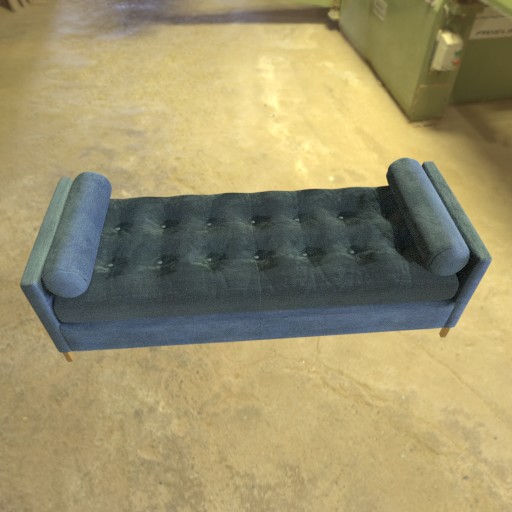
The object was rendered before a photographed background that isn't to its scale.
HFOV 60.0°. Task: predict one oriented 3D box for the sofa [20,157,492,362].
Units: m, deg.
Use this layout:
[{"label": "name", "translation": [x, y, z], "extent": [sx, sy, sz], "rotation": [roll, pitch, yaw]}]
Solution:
[{"label": "sofa", "translation": [0.000, 0.000, 2.403], "extent": [2.102, 0.705, 0.796], "rotation": [-3, 46, -3]}]
